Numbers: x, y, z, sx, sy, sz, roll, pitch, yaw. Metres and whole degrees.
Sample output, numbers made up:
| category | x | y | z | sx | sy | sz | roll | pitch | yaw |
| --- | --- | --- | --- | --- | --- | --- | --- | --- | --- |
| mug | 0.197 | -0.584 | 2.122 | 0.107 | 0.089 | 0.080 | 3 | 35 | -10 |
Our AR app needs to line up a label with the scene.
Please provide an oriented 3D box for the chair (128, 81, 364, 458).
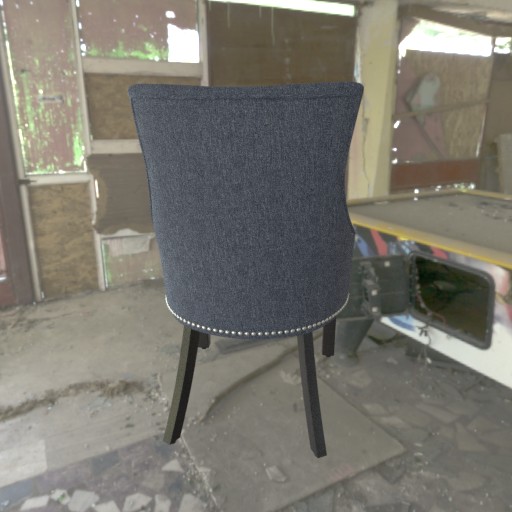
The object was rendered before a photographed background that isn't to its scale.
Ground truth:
| category | x | y | z | sx | sy | sz | roll | pitch | yaw |
| --- | --- | --- | --- | --- | --- | --- | --- | --- | --- |
| chair | 0.000 | 0.000 | 1.296 | 0.566 | 0.909 | 0.629 | 2 | 17 | 7 |
